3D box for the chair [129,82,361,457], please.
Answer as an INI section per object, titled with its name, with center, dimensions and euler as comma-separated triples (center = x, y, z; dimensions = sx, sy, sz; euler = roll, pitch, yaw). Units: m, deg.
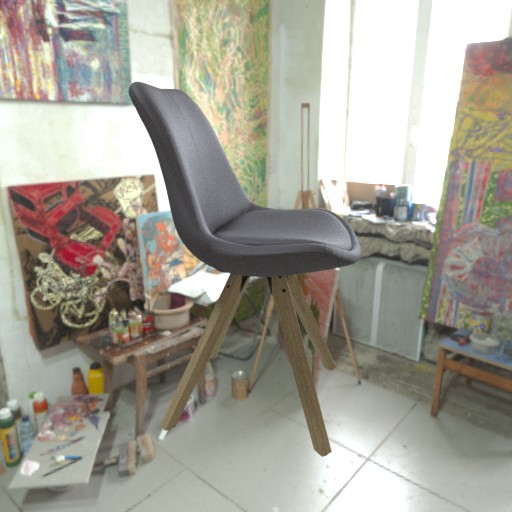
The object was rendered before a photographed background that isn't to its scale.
[chair]
center = 0.000, 0.000, 1.192
dimensions = 0.547, 0.865, 0.483
euler = 3, 17, 11
